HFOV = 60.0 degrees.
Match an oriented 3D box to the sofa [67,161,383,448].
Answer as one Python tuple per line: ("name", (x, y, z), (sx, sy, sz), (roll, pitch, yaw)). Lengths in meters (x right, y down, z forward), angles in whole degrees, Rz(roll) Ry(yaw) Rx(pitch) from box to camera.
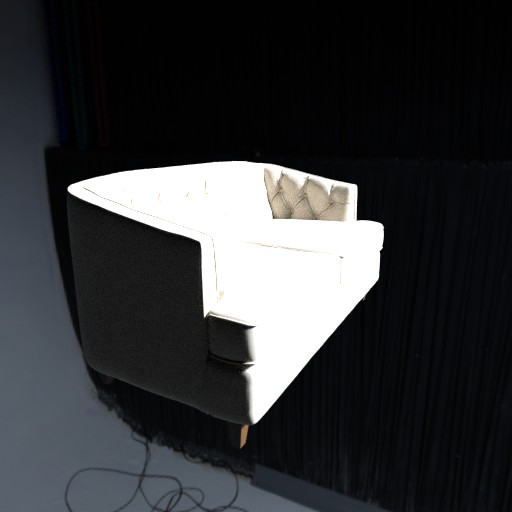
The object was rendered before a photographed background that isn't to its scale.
("sofa", (0.000, 0.000, 2.252), (0.940, 0.878, 1.731), (8, 17, 27))
